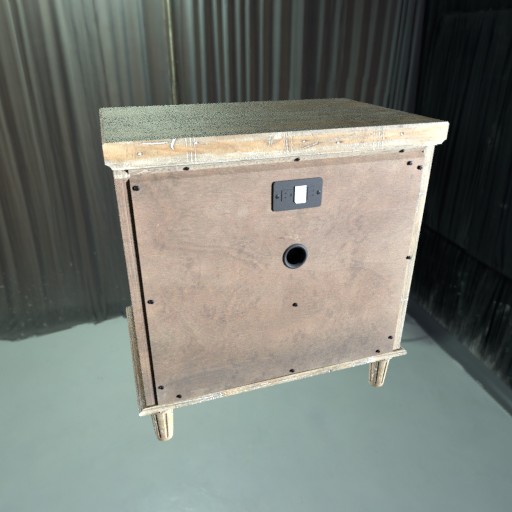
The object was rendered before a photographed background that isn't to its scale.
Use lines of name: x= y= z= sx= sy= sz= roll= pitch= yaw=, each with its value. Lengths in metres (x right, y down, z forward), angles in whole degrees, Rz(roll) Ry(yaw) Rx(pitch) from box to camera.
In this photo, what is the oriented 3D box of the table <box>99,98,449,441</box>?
table: x=0.000 y=0.000 z=1.155 sx=0.686 sy=0.711 sz=0.457 roll=-8 pitch=27 yaw=-16
